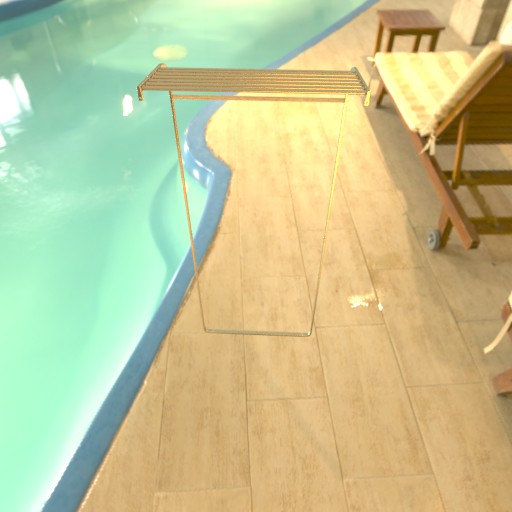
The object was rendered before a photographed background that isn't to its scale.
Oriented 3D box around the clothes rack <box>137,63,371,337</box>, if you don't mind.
[{"bbox_3d":[0.000,0.000,1.820,0.609,1.574,0.349,2,45,2],"label":"clothes rack"}]
